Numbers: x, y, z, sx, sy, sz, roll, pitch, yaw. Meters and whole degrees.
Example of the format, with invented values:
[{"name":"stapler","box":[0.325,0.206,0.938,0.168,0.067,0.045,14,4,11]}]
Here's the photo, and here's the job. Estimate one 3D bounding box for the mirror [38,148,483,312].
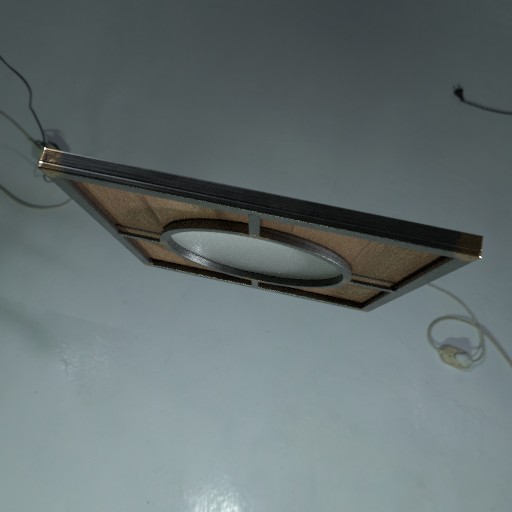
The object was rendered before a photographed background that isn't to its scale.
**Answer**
[{"name":"mirror","box":[0.000,0.000,0.559,0.382,0.381,0.020,12,76,3]}]
